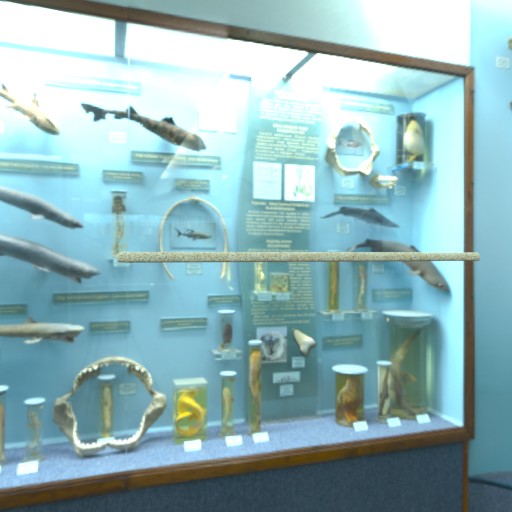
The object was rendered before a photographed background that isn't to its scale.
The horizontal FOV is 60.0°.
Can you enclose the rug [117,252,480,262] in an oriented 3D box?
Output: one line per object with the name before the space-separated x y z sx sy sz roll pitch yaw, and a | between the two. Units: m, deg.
rug | 0.000 0.000 3.443 2.009 0.048 2.528 0 0 -16
